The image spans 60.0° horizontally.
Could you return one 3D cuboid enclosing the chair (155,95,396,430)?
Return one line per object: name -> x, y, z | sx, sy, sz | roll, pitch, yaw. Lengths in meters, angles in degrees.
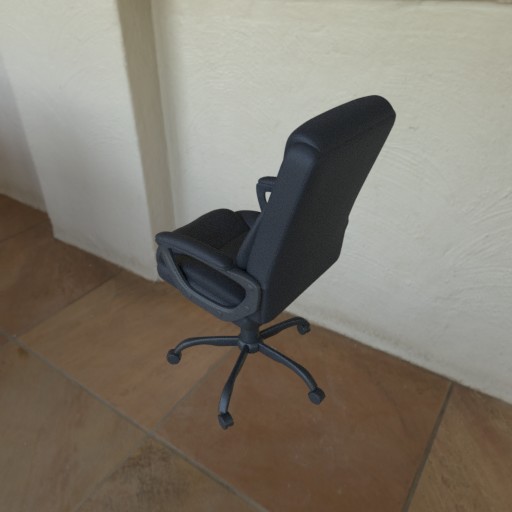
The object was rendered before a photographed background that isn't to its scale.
chair -> 0.000, 0.000, 1.504 | 0.655, 1.072, 0.615 | 22, 39, 30
